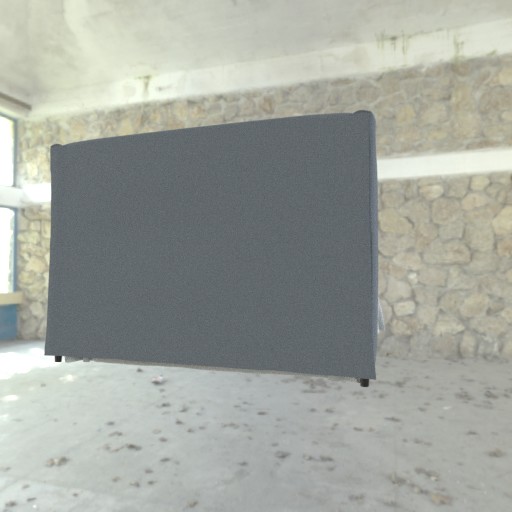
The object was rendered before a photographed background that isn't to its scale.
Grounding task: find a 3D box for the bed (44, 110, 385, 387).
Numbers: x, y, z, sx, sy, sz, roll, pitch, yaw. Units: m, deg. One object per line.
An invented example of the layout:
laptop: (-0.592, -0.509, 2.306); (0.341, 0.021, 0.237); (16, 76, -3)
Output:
bed: (0.000, 0.000, 3.431); (1.925, 1.332, 2.276); (-1, -2, 18)
